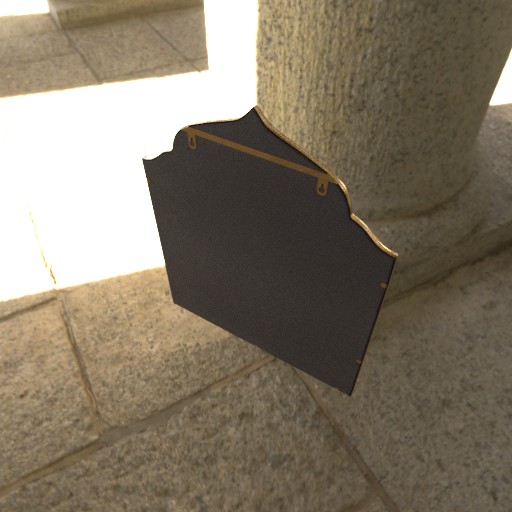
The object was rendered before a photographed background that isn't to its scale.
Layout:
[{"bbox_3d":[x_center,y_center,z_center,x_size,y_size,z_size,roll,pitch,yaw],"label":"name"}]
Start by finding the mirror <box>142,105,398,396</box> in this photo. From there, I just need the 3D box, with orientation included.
[{"bbox_3d":[0.000,0.000,0.872,0.513,0.635,0.018,24,51,21],"label":"mirror"}]
